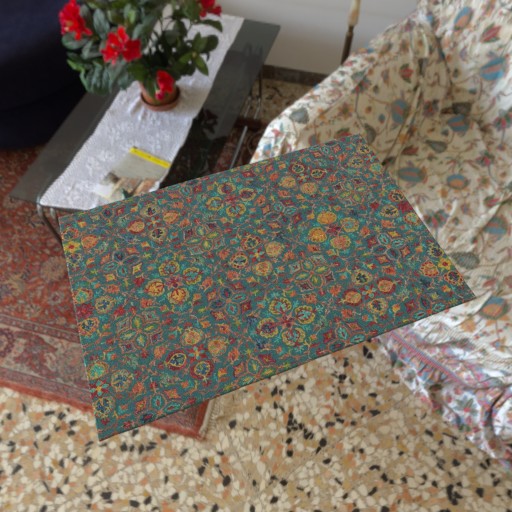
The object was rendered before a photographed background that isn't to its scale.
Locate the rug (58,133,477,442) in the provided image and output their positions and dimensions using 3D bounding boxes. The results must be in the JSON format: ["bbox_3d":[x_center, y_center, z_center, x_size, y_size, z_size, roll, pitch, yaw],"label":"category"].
[{"bbox_3d":[0.000,0.000,2.278,1.836,0.014,1.216,-18,60,-11],"label":"rug"}]
